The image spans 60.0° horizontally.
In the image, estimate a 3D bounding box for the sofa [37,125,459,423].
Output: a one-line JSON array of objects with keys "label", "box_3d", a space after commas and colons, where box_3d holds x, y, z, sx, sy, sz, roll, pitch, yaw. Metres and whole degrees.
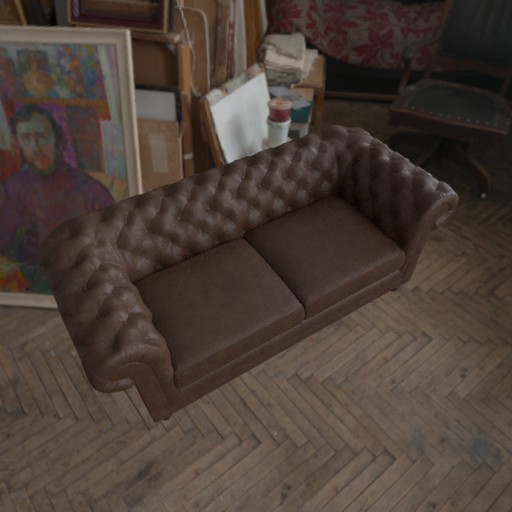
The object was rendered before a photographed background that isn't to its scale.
[{"label": "sofa", "box_3d": [0.000, 0.000, 2.492, 2.048, 0.784, 0.955, -25, 51, -21]}]
